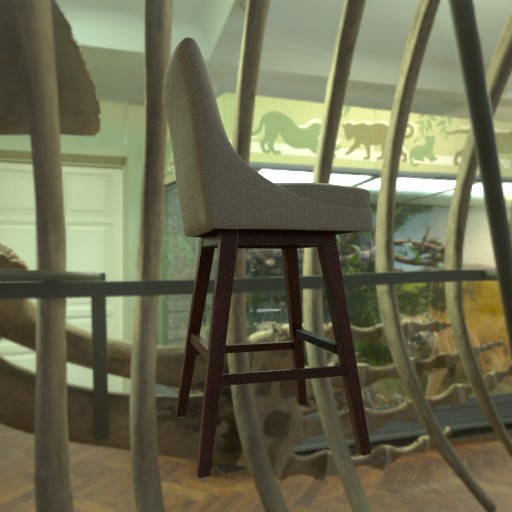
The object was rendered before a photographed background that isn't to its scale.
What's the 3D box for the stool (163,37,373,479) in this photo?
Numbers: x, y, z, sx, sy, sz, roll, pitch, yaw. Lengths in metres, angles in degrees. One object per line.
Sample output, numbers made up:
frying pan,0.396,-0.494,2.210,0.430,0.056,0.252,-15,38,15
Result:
stool,0.000,0.000,1.369,0.559,1.097,0.470,0,-1,-17
